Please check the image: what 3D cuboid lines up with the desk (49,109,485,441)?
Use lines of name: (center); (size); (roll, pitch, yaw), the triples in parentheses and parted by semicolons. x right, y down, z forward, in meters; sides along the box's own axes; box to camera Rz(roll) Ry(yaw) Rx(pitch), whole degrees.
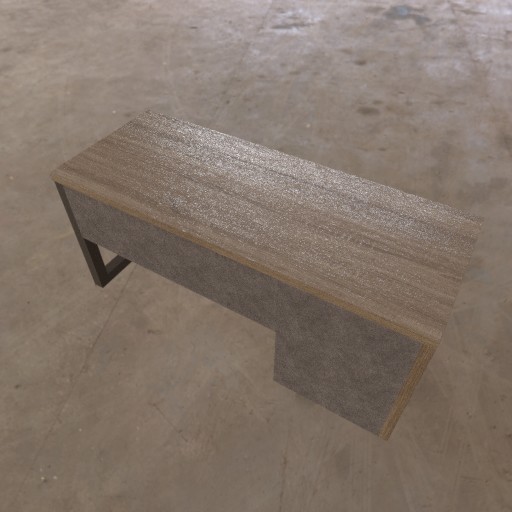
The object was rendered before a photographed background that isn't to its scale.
desk: (0.000, 0.000, 2.116); (1.700, 0.760, 0.690); (23, 50, 21)
